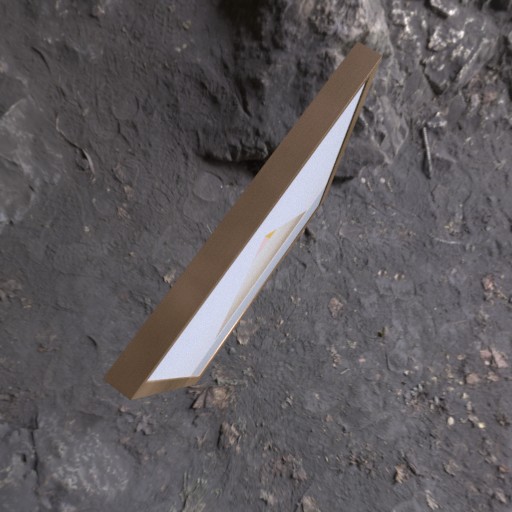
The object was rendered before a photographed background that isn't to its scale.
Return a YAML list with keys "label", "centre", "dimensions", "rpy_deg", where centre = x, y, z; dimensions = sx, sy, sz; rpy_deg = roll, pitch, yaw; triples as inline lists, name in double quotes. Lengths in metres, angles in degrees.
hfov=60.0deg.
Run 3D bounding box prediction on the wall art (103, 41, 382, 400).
- label: "wall art"
  centre: [0.000, 0.000, 0.765]
  dimensions: [0.038, 0.511, 0.513]
  rpy_deg: [34, 78, 8]
